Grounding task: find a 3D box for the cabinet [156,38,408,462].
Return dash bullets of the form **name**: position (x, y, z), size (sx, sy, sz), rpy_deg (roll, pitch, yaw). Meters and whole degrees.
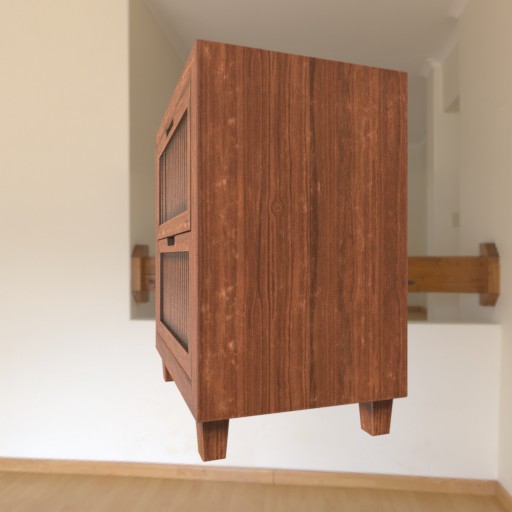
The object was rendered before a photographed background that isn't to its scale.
- **cabinet**: position (0.000, 0.000, 1.058), size (0.410, 0.695, 0.607), rpy_deg (0, 0, -19)
